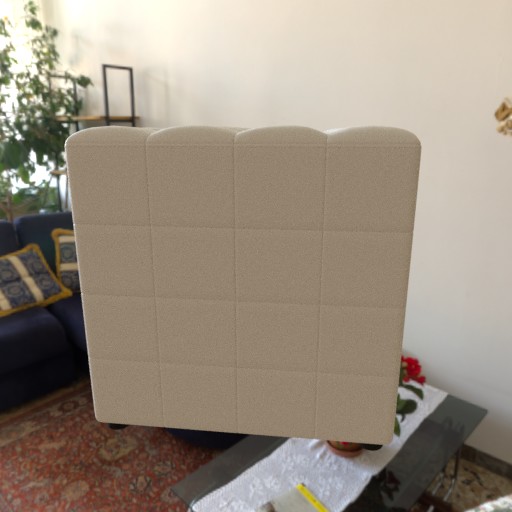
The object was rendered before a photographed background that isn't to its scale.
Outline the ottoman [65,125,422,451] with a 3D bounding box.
[{"bbox_3d":[0.000,0.000,0.769,0.425,0.432,0.425,2,16,7],"label":"ottoman"}]
